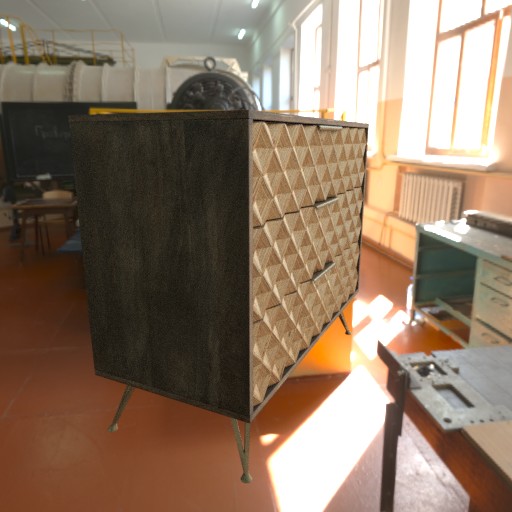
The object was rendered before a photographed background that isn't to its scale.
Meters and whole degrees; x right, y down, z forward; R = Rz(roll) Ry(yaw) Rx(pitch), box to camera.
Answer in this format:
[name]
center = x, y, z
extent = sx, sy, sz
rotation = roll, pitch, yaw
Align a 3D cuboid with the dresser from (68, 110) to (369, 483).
[dresser]
center = 0.000, 0.000, 1.368
extent = 0.453, 0.801, 0.923
rotation = 7, 17, 26
